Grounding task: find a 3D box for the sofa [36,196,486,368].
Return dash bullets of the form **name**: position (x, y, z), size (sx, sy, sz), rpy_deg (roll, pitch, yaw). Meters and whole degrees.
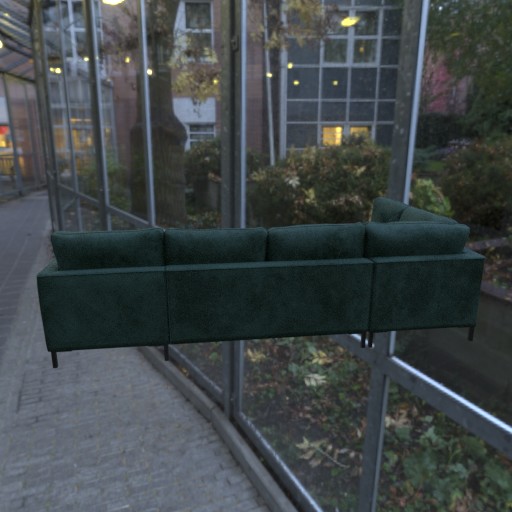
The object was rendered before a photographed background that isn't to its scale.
- **sofa**: position (0.000, 0.000, 3.815), size (2.994, 0.861, 1.992), rpy_deg (-2, 15, -8)
